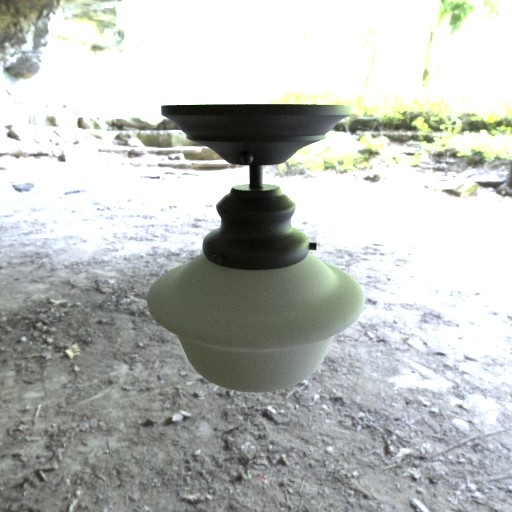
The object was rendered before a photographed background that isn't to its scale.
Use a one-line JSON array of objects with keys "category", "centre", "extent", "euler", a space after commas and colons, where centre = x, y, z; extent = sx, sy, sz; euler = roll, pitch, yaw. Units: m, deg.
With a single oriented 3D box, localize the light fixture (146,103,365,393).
[{"category": "light fixture", "centre": [0.000, 0.000, 0.396], "extent": [0.197, 0.254, 0.197], "euler": [0, 18, 0]}]
